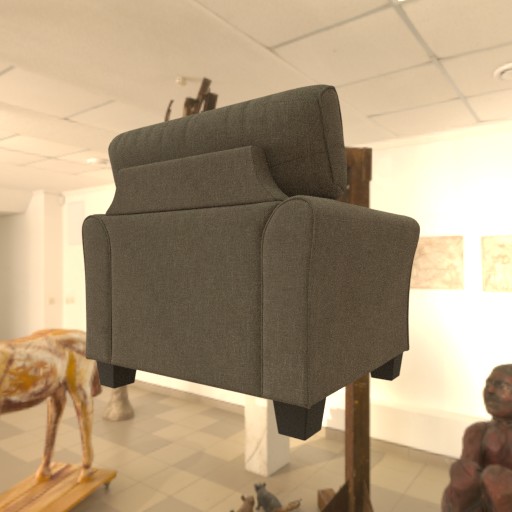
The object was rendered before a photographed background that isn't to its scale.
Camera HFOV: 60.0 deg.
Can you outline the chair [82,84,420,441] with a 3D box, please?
[{"bbox_3d":[0.000,0.000,1.591,0.941,0.890,0.816,0,0,35],"label":"chair"}]
